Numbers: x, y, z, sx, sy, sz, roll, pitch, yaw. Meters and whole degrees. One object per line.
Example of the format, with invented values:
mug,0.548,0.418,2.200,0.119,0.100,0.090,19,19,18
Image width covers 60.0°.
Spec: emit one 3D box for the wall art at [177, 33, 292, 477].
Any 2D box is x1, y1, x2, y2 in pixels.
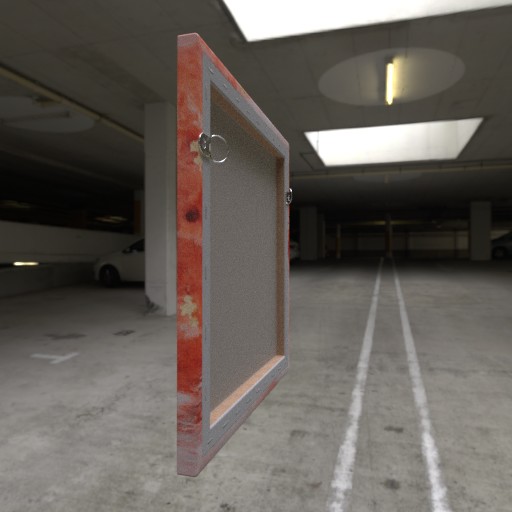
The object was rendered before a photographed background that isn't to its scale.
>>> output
wall art,0.000,0.000,1.100,0.064,0.746,0.747,0,-1,16
